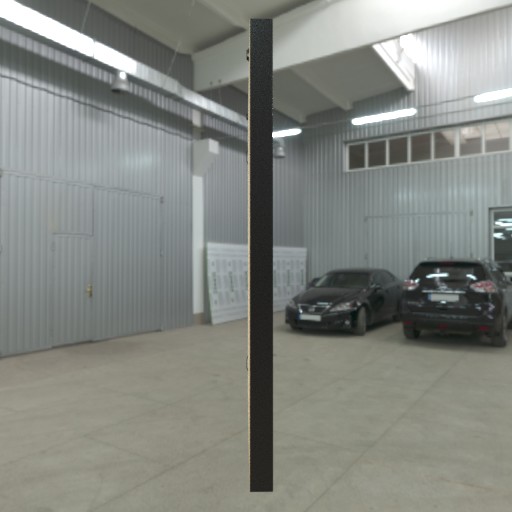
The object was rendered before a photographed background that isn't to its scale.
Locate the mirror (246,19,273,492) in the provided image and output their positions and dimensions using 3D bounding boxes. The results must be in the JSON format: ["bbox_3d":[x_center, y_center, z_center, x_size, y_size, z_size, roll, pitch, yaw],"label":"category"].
[{"bbox_3d":[0.000,0.000,0.918,0.040,0.710,0.507,0,-1,-1],"label":"mirror"}]
